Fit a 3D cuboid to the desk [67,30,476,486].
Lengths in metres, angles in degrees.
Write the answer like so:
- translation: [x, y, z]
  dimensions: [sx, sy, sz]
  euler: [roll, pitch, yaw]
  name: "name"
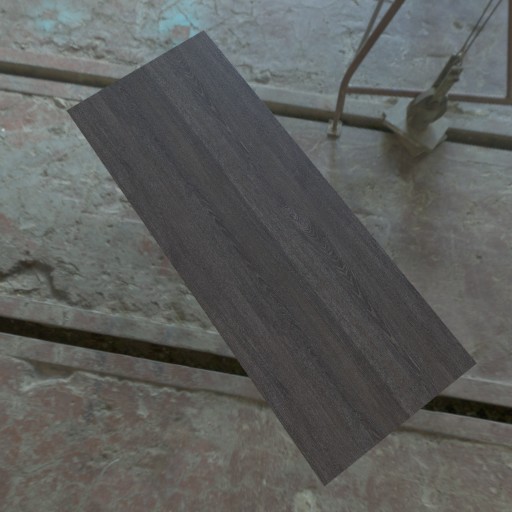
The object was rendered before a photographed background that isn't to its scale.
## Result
- translation: [0.000, 0.000, 1.860]
  dimensions: [0.600, 0.760, 1.524]
  euler: [-35, 78, -9]
  name: "desk"
